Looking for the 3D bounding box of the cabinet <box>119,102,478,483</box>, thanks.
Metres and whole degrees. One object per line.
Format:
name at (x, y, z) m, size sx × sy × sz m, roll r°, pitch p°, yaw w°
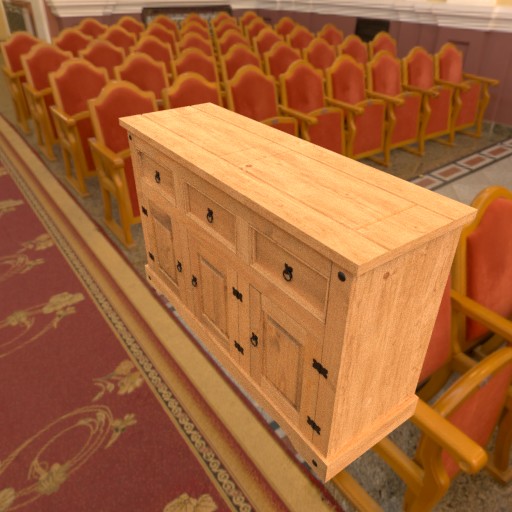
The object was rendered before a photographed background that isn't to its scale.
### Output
cabinet at (0.000, 0.000, 1.686) m, size 0.432 × 0.810 × 1.321 m, roll -21°, pitch 39°, yaw -29°
